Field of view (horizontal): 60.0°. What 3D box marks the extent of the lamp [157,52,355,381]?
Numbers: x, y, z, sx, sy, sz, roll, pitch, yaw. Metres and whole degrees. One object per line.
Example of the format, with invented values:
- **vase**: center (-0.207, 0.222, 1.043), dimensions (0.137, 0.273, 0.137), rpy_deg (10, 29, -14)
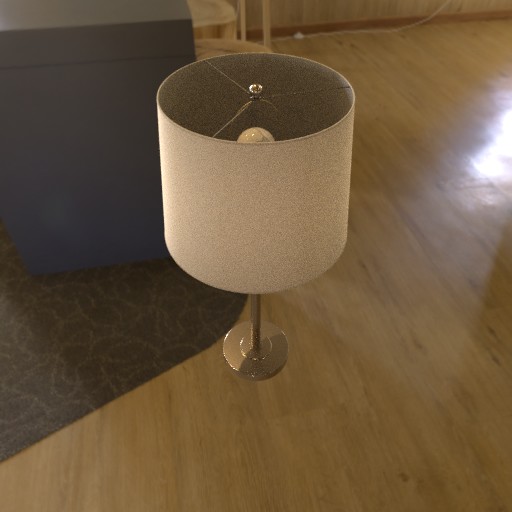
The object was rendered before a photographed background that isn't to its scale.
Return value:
- **lamp**: center (0.000, 0.000, 0.877), dimensions (0.333, 0.696, 0.333), rpy_deg (0, 46, 0)
